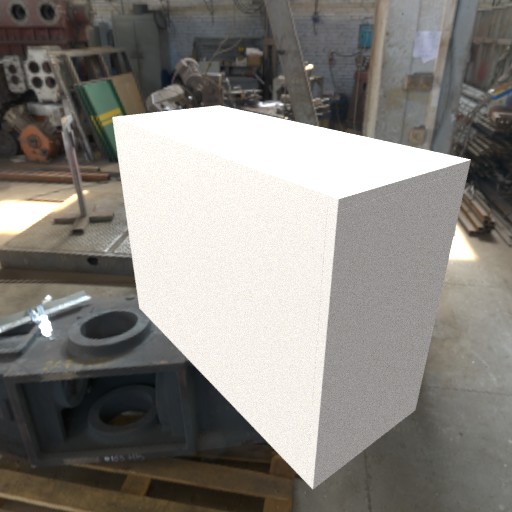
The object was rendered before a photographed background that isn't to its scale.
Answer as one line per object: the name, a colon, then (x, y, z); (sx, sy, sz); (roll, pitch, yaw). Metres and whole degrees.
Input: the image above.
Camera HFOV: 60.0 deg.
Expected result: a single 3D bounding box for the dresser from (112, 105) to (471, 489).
dresser: (0.000, 0.000, 1.516); (0.460, 0.820, 1.100); (-19, 33, -33)
